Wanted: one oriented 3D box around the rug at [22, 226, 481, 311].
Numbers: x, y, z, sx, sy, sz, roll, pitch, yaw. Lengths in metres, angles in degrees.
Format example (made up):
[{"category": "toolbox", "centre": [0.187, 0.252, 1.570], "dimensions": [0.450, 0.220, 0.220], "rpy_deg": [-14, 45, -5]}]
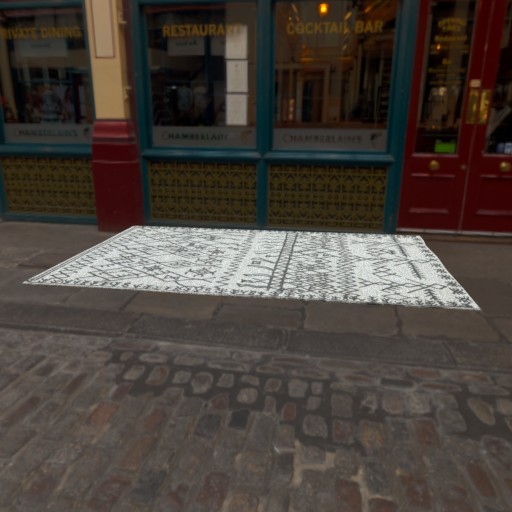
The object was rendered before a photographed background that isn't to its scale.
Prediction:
[{"category": "rug", "centre": [0.000, 0.000, 4.767], "dimensions": [3.824, 0.019, 2.393], "rpy_deg": [3, 16, 9]}]
